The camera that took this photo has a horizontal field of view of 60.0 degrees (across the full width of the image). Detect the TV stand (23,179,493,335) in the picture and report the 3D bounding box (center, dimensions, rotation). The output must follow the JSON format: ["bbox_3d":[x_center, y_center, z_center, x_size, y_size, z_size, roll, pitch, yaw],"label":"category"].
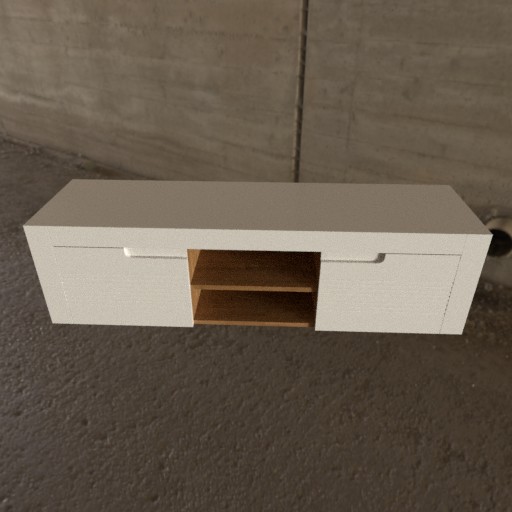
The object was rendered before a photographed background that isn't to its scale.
[{"bbox_3d":[0.000,0.000,1.703,1.500,0.440,0.410,1,31,2],"label":"TV stand"}]
